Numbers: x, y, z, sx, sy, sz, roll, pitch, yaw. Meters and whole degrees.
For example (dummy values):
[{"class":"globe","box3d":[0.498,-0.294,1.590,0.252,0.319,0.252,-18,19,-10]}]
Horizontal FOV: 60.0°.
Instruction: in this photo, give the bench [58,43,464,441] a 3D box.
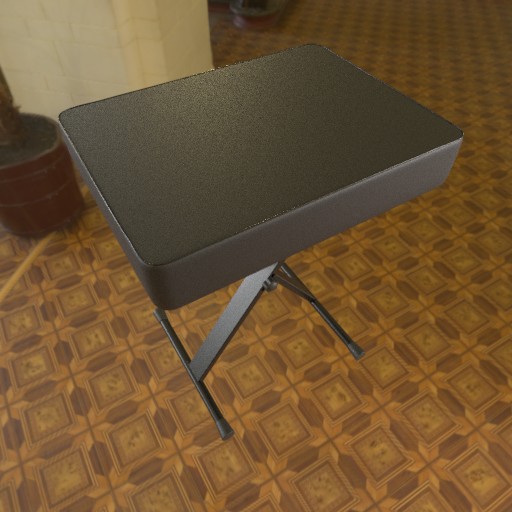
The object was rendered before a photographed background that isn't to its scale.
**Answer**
[{"class":"bench","box3d":[0.000,0.000,0.743,0.424,0.500,0.321,-24,52,-20]}]
